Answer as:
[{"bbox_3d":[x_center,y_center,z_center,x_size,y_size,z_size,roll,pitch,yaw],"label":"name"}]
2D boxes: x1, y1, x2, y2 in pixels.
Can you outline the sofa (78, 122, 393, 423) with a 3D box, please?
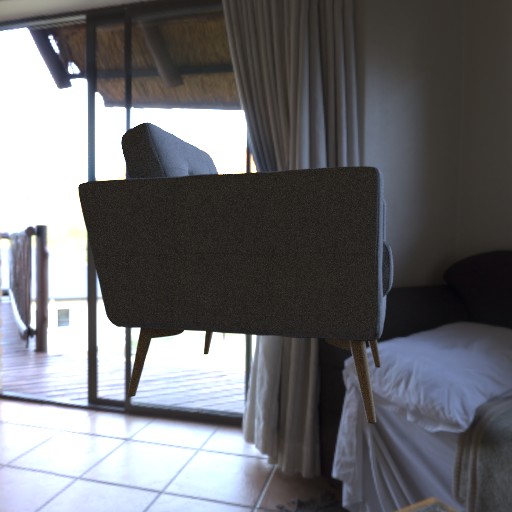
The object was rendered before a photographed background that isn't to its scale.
[{"bbox_3d":[0.000,0.000,1.554,0.920,0.860,0.770,0,1,17],"label":"sofa"}]
